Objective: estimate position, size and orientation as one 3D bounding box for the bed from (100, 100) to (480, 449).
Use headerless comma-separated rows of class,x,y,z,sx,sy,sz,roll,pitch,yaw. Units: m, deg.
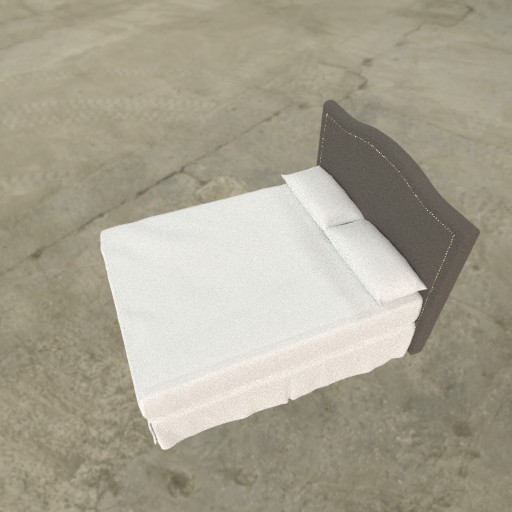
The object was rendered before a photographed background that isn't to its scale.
bed,0.000,0.000,3.134,2.036,1.387,1.666,-16,48,-15
